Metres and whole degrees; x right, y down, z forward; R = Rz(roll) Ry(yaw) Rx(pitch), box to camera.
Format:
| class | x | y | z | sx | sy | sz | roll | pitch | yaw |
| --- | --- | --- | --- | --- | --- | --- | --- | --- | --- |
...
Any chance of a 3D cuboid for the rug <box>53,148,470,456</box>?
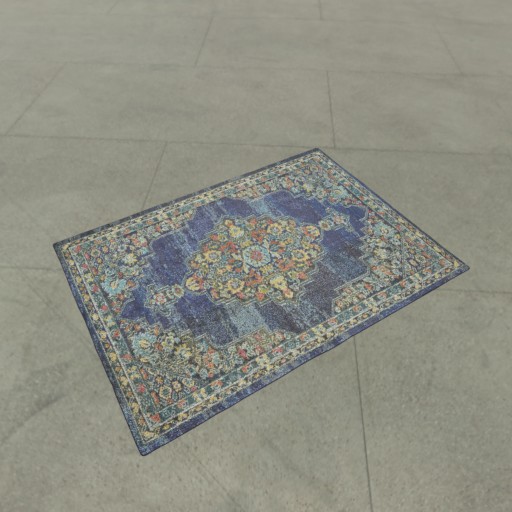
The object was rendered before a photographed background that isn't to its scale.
| class | x | y | z | sx | sy | sz | roll | pitch | yaw |
| --- | --- | --- | --- | --- | --- | --- | --- | --- | --- |
| rug | 0.000 | 0.000 | 2.908 | 2.232 | 0.009 | 1.630 | -24 | 51 | -21 |
